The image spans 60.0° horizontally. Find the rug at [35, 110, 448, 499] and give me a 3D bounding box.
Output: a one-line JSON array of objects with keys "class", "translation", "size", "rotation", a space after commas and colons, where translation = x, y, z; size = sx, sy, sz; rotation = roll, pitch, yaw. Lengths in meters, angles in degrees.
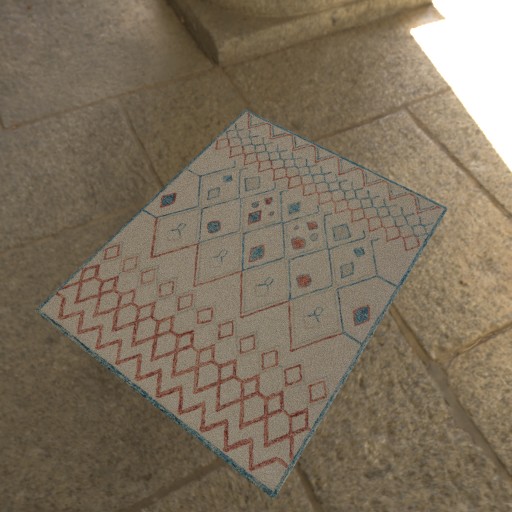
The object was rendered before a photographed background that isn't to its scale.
[{"class": "rug", "translation": [0.000, 0.000, 4.036], "size": [2.441, 0.016, 3.050], "rotation": [31, 64, 17]}]
